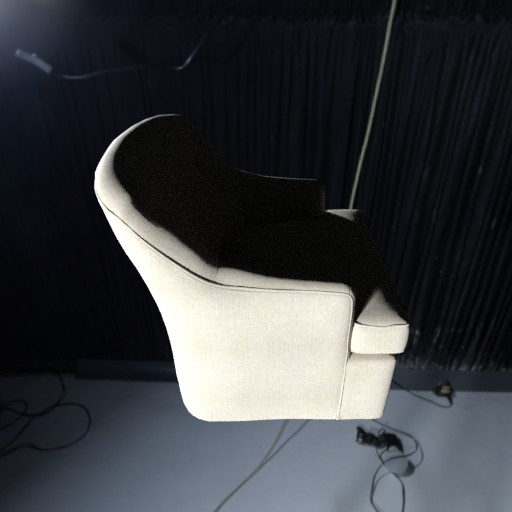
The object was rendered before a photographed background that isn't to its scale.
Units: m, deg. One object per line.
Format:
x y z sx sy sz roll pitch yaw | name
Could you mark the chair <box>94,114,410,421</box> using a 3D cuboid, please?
0.000 0.000 1.592 0.923 0.856 0.864 0 32 1 | chair
